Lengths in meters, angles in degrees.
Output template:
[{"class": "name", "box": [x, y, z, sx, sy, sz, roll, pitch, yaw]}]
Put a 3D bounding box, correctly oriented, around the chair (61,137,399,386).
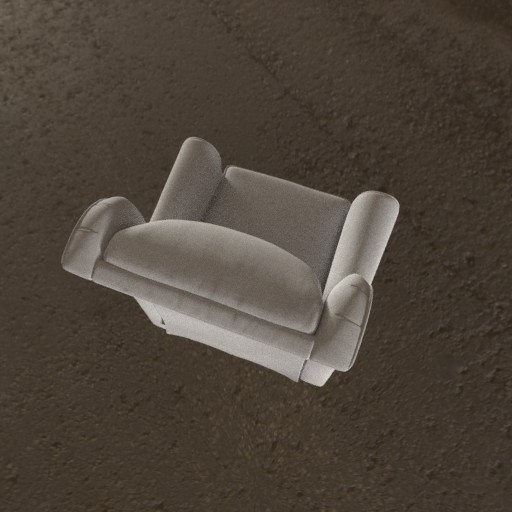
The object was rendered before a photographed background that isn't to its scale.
[{"class": "chair", "box": [0.000, 0.000, 1.664, 0.906, 0.967, 0.854, 18, 64, 9]}]
